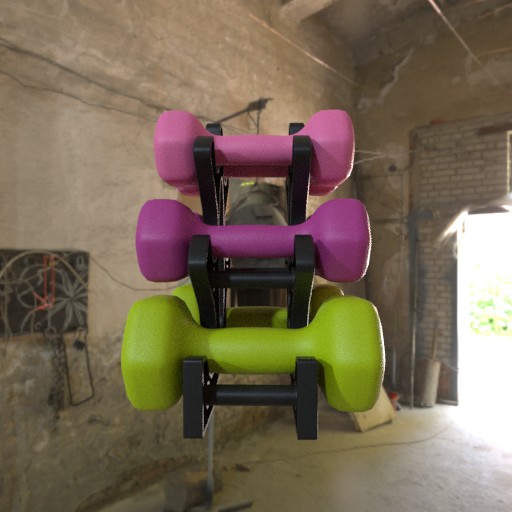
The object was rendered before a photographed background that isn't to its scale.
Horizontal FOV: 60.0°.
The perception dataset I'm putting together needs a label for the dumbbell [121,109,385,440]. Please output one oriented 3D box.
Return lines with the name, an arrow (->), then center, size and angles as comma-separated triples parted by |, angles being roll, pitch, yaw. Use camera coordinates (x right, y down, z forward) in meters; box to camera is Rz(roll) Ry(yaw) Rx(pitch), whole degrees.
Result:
dumbbell -> 0.000, 0.000, 0.441 | 0.203, 0.261, 0.257 | 0, 0, 2
